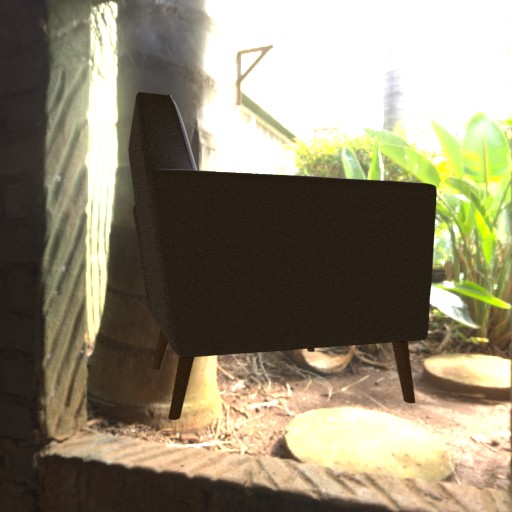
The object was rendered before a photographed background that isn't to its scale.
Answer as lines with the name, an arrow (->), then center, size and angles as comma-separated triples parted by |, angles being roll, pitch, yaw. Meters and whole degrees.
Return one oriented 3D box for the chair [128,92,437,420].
chair -> 0.000, 0.000, 1.388 | 0.750, 0.780, 0.780 | 0, 1, -18
